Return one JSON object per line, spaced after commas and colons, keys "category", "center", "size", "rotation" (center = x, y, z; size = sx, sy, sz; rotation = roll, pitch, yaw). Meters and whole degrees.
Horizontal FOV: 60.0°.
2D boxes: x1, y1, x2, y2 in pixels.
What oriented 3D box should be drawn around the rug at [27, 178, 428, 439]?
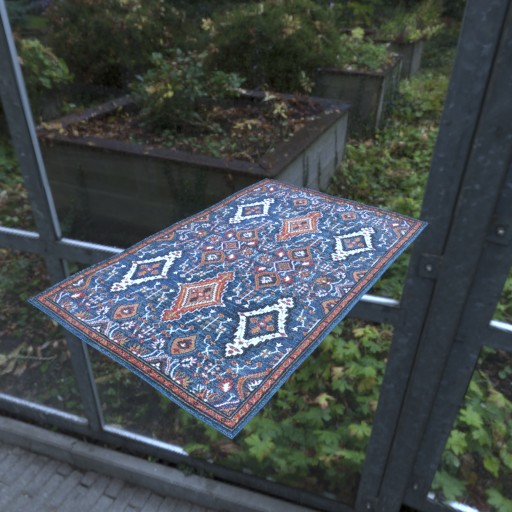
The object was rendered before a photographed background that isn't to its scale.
{"category": "rug", "center": [0.000, 0.000, 2.299], "size": [1.195, 0.014, 1.847], "rotation": [21, 37, 31]}
